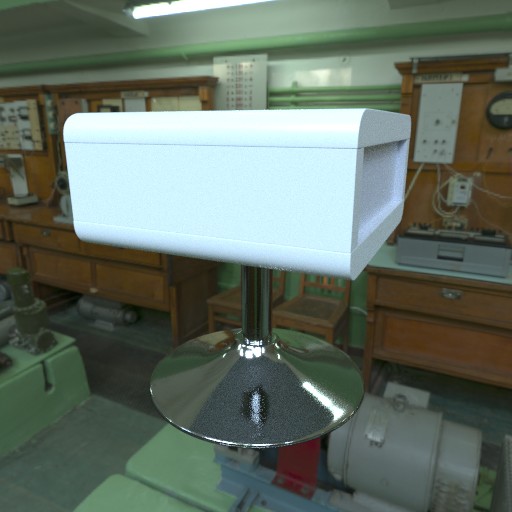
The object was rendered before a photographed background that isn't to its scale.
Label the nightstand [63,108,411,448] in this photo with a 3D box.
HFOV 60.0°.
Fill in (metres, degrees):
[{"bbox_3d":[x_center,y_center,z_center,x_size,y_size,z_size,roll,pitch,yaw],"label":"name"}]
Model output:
[{"bbox_3d":[0.000,0.000,0.733,0.404,0.447,0.399,8,18,24],"label":"nightstand"}]
